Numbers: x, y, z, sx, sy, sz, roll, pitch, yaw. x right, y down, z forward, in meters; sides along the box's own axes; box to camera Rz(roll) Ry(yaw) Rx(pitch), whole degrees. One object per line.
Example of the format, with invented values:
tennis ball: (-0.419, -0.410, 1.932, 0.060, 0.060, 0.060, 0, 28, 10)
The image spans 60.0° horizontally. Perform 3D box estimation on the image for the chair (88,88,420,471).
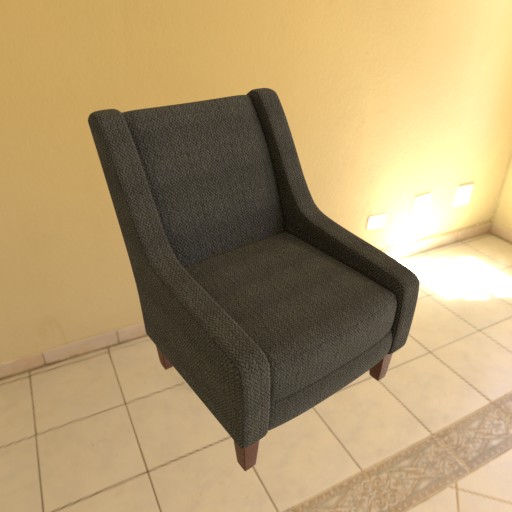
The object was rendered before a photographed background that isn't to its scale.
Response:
chair: (0.000, 0.000, 1.670, 0.793, 1.012, 0.944, -21, 36, -31)
